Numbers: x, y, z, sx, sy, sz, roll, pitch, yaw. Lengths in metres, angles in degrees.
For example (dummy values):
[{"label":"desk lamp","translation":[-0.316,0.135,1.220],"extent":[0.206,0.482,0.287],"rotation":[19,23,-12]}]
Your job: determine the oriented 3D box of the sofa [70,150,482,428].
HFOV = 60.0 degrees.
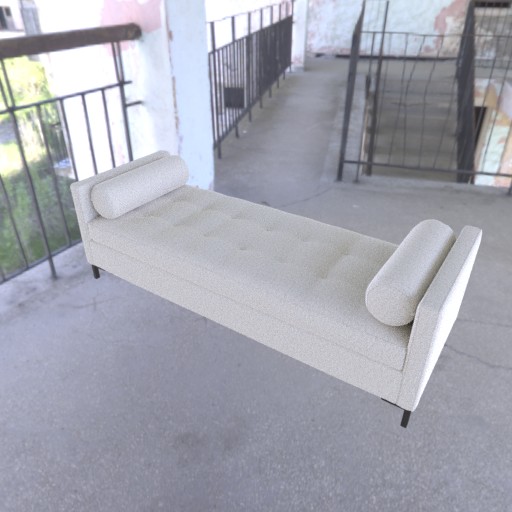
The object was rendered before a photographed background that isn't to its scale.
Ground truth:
[{"label":"sofa","translation":[0.000,0.000,2.356],"extent":[1.985,0.641,0.746],"rotation":[19,37,28]}]
